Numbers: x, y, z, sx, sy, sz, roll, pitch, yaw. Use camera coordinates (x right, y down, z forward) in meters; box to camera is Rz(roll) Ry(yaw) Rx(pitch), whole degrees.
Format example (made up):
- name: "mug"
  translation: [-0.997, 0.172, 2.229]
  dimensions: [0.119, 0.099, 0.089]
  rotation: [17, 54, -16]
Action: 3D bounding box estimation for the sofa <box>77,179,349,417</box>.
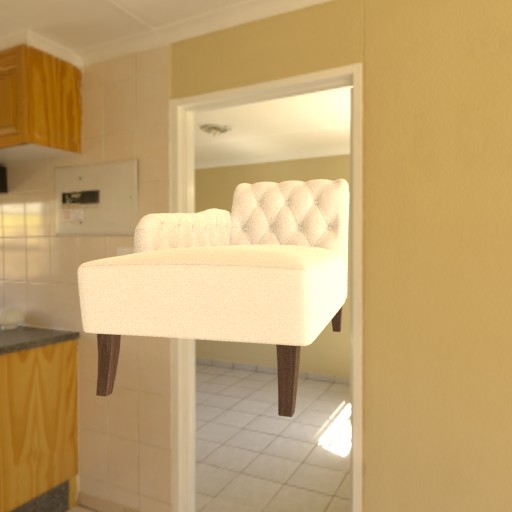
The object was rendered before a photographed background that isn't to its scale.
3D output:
- name: "sofa"
  translation: [0.000, 0.000, 1.821]
  dimensions: [0.675, 0.787, 1.379]
  rotation: [0, 1, 17]
